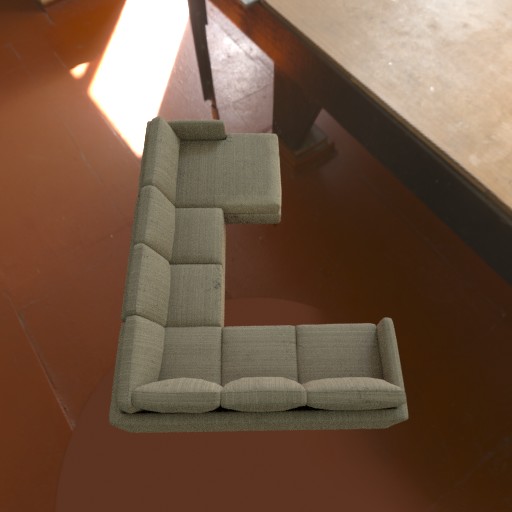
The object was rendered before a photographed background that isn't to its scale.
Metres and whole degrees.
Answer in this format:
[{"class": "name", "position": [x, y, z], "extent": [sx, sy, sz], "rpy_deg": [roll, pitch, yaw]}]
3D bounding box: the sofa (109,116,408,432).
[{"class": "sofa", "position": [0.000, 0.000, 4.759], "extent": [2.594, 0.961, 3.460], "rpy_deg": [-1, 63, 0]}]
